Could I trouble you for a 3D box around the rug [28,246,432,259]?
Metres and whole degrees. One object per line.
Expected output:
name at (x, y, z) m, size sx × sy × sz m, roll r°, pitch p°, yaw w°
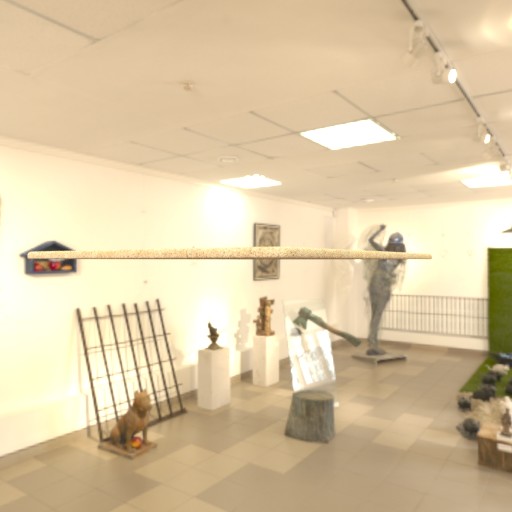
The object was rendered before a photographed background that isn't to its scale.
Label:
rug at (0.000, 0.000, 3.383) m, size 2.009 × 0.048 × 2.528 m, roll 0°, pitch -1°, yaw 35°
